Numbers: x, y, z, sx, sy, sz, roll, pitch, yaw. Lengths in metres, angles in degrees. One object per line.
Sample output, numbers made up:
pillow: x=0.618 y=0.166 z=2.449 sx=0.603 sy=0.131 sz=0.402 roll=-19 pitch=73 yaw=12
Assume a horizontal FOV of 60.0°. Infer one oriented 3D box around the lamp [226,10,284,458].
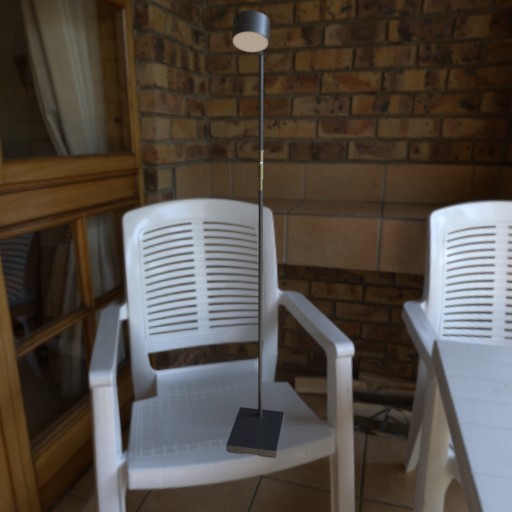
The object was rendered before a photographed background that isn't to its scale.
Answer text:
lamp: x=0.000 y=0.000 z=1.666 sx=0.203 sy=1.600 sz=0.304 roll=3 pitch=15 yaw=10
